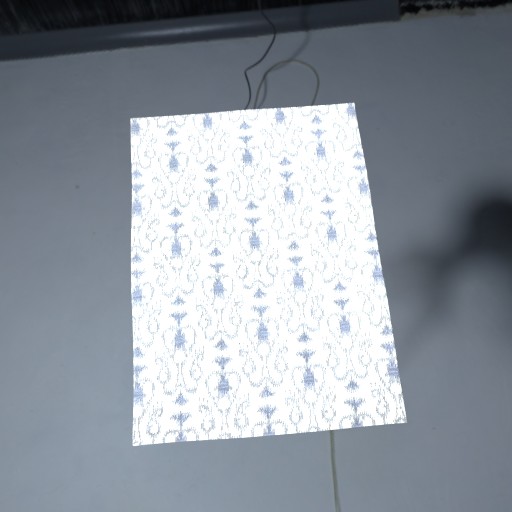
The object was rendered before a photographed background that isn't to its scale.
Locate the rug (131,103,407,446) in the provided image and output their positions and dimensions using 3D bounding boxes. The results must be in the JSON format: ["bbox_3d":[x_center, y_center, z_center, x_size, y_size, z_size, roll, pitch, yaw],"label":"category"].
[{"bbox_3d":[0.000,0.000,2.989,1.676,0.013,2.261,-4,74,-1],"label":"rug"}]
